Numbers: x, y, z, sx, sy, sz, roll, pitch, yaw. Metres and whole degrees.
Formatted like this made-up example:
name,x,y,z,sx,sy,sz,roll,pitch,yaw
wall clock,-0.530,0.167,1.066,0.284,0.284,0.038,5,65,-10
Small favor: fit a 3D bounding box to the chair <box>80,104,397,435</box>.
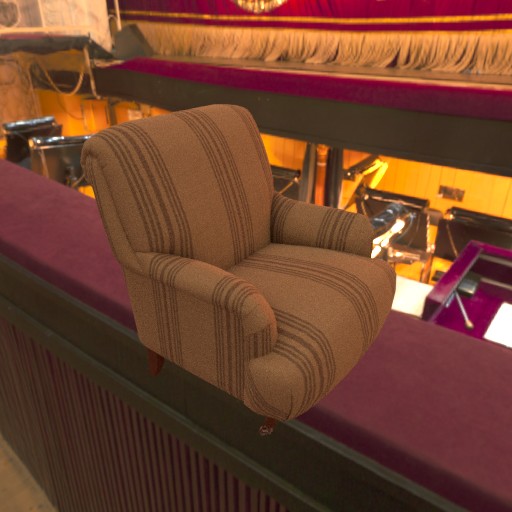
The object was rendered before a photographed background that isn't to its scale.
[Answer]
name,x,y,z,sx,sy,sz,roll,pitch,yaw
chair,0.000,0.000,1.598,0.914,0.940,0.813,19,33,31
